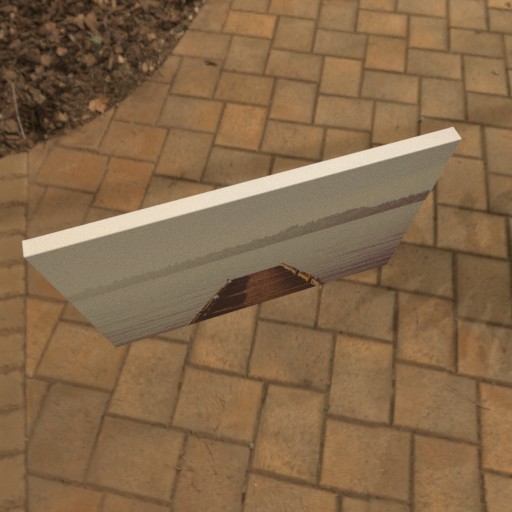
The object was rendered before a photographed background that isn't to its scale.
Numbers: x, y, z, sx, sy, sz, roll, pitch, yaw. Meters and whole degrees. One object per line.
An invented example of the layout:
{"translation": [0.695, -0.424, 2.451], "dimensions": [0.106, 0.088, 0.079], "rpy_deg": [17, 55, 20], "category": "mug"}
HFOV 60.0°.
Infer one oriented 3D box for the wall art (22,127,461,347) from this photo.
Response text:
{"translation": [0.000, 0.000, 1.160], "dimensions": [0.916, 0.609, 0.037], "rpy_deg": [-16, 64, -8], "category": "wall art"}
